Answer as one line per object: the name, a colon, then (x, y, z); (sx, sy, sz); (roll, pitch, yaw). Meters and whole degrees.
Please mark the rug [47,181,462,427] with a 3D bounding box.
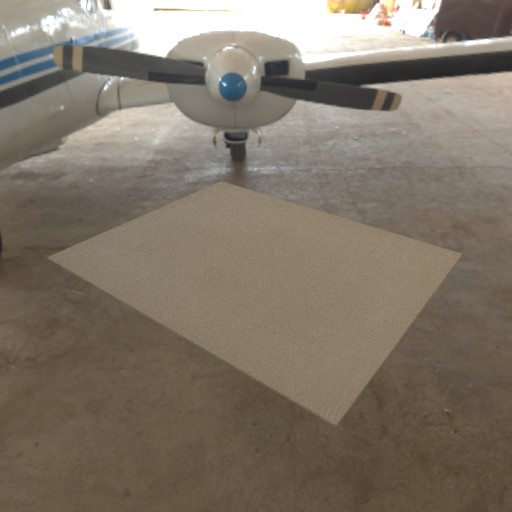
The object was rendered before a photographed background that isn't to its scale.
rug: (0.000, 0.000, 3.527); (2.584, 0.011, 2.073); (22, 37, 32)
